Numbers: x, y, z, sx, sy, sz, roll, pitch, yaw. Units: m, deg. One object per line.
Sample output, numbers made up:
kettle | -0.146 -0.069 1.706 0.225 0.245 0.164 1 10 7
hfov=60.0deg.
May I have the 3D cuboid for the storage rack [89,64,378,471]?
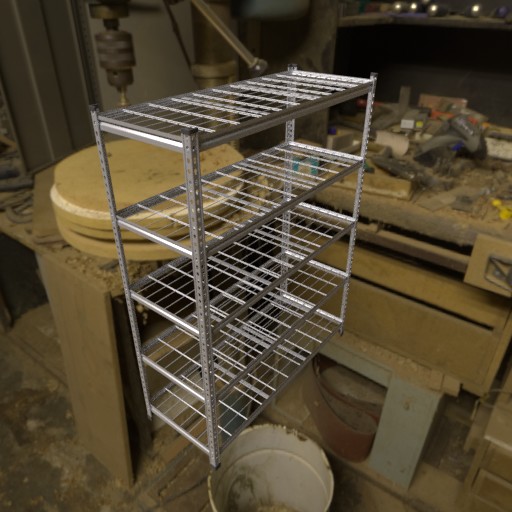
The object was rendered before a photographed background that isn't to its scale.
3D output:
storage rack | 0.000 0.000 2.735 0.610 1.981 1.524 22 38 32
